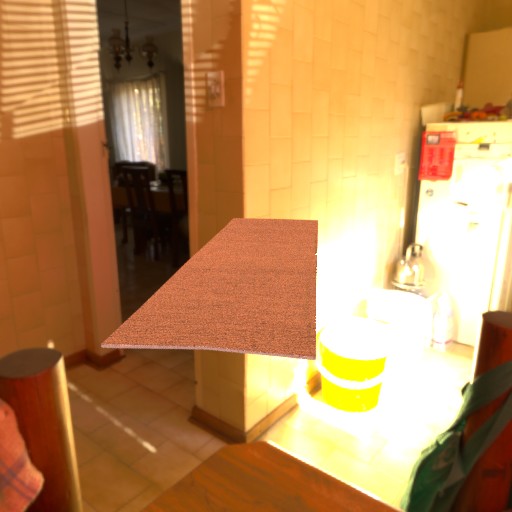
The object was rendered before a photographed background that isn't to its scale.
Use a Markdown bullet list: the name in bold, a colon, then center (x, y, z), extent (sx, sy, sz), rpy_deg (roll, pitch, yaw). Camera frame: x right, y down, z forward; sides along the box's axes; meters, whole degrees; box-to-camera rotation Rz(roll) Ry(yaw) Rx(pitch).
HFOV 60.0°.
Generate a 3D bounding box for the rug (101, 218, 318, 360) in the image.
- **rug**: center (0.000, 0.000, 2.493), extent (0.692, 0.032, 2.320), rpy_deg (2, 15, 8)
